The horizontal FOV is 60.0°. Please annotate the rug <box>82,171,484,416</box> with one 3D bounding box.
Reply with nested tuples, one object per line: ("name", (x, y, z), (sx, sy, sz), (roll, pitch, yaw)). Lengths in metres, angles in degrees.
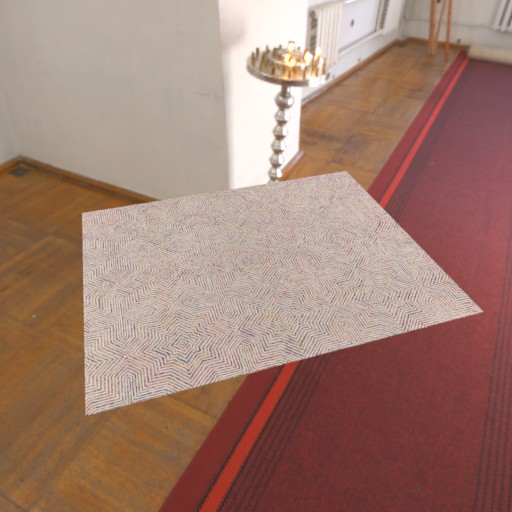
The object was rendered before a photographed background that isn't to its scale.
("rug", (0.000, 0.000, 4.087), (3.046, 0.008, 2.442), (-11, 41, -13))
